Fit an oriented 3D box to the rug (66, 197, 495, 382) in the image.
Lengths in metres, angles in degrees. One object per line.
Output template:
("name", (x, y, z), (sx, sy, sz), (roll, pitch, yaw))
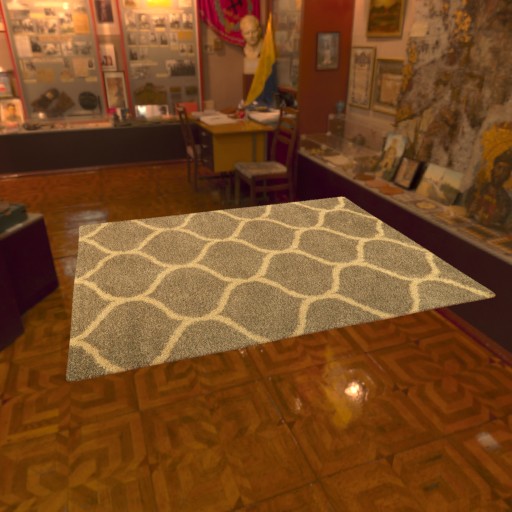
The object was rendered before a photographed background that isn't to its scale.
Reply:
("rug", (0.000, 0.000, 3.898), (3.000, 0.026, 2.399), (-8, 27, -16))
